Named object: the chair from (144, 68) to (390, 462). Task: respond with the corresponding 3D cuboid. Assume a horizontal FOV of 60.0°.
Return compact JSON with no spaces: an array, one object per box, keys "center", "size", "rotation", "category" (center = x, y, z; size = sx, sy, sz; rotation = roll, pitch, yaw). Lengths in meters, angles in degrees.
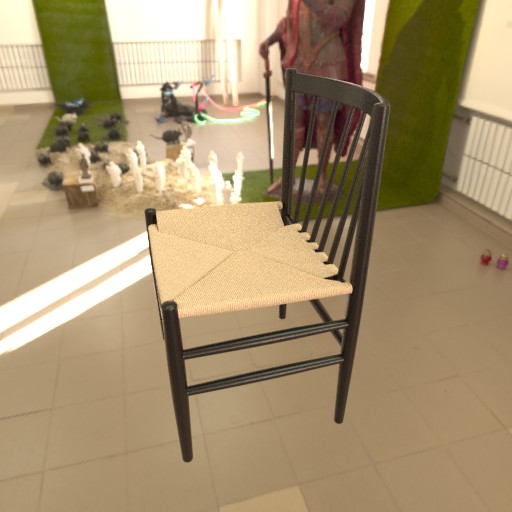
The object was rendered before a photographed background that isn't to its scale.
[{"center":[0.000,0.000,1.126],"size":[0.516,0.818,0.495],"rotation":[-8,31,-14],"category":"chair"}]
